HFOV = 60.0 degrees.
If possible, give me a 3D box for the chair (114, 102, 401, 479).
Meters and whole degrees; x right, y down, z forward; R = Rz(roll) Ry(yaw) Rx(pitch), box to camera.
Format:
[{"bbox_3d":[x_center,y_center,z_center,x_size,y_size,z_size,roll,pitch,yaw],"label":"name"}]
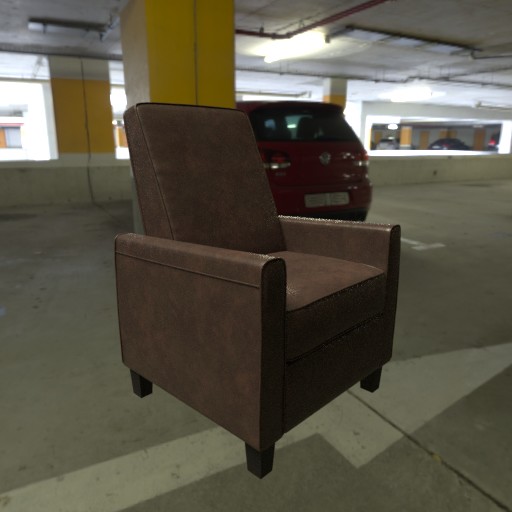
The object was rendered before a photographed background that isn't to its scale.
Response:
[{"bbox_3d":[0.000,0.000,1.512,0.746,1.013,0.705,13,19,42],"label":"chair"}]
